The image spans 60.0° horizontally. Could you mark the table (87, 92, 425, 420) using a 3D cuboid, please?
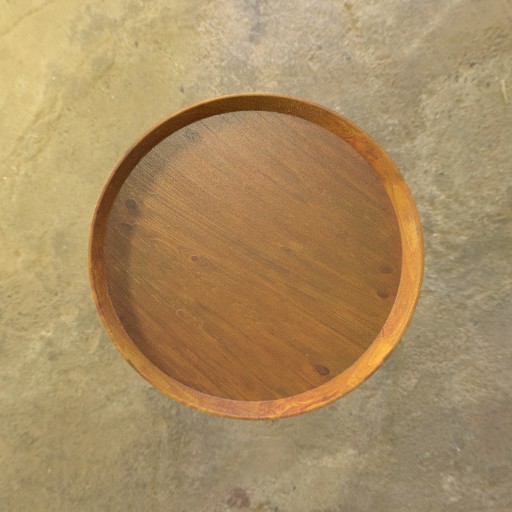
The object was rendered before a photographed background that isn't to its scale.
[{"bbox_3d":[0.000,0.000,1.570,1.016,0.470,1.016,0,91,0],"label":"table"}]
